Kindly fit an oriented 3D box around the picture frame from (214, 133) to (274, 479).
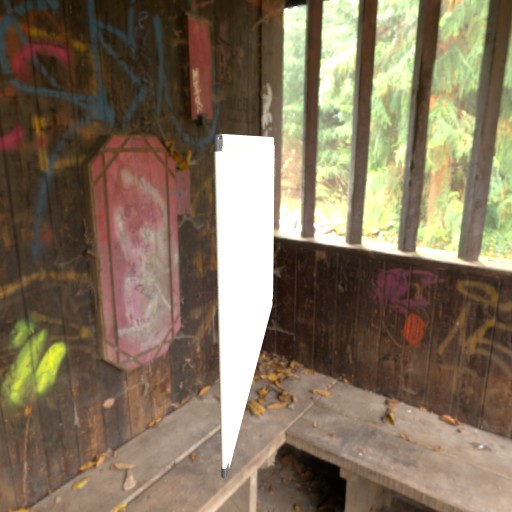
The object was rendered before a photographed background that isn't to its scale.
[{"bbox_3d":[0.000,0.000,1.150,0.010,0.600,0.900,2,15,7],"label":"picture frame"}]
